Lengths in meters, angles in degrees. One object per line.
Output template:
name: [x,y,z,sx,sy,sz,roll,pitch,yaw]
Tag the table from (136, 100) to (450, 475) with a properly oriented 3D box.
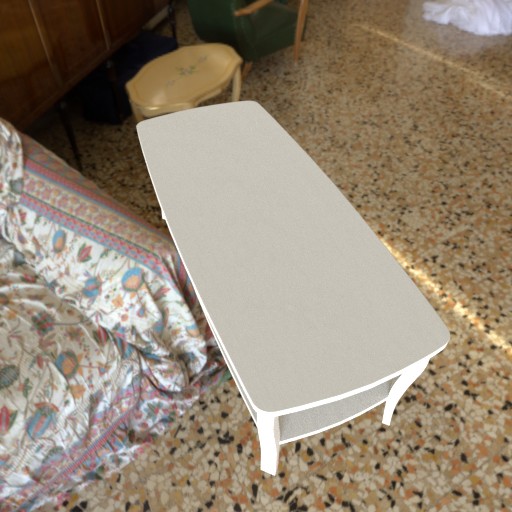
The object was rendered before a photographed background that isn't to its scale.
table: [0.000,0.000,1.571,0.561,0.474,1.334,-16,48,-15]
